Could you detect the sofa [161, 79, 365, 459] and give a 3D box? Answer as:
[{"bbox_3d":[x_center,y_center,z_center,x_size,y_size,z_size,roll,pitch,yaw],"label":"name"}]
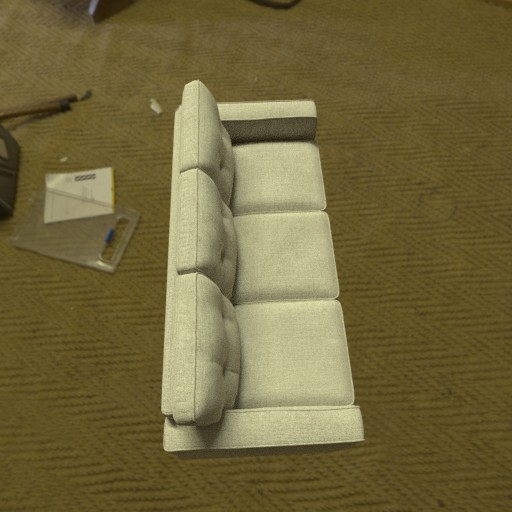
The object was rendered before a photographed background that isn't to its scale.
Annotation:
[{"bbox_3d":[0.000,0.000,2.618,0.939,0.965,2.133,-2,63,-1],"label":"sofa"}]
